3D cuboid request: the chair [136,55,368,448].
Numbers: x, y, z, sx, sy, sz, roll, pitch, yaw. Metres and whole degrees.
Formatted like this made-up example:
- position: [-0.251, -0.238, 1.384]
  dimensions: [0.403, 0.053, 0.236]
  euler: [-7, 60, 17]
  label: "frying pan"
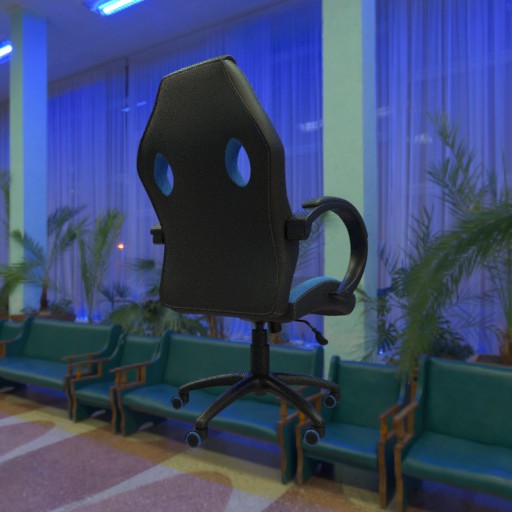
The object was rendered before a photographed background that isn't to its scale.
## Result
- position: [0.000, 0.000, 1.634]
  dimensions: [0.673, 1.187, 0.724]
  euler: [0, -1, 35]
  label: "chair"
